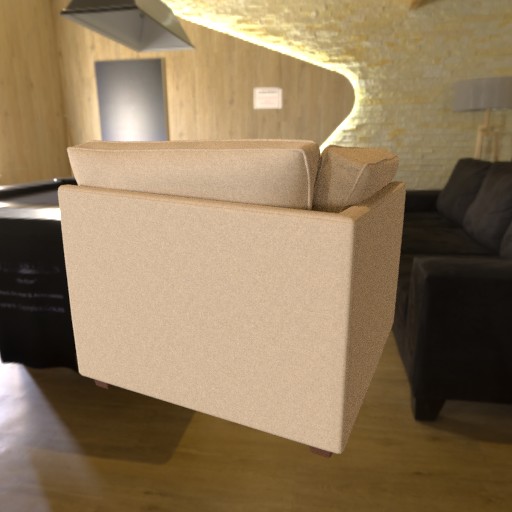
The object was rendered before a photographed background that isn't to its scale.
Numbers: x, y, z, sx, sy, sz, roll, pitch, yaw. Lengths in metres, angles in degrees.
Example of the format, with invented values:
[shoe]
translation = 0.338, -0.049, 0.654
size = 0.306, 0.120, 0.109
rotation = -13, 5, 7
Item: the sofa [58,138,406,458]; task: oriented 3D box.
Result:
[sofa]
translation = 0.000, 0.000, 1.825
size = 1.042, 0.937, 1.050
rotation = 7, 17, 25
